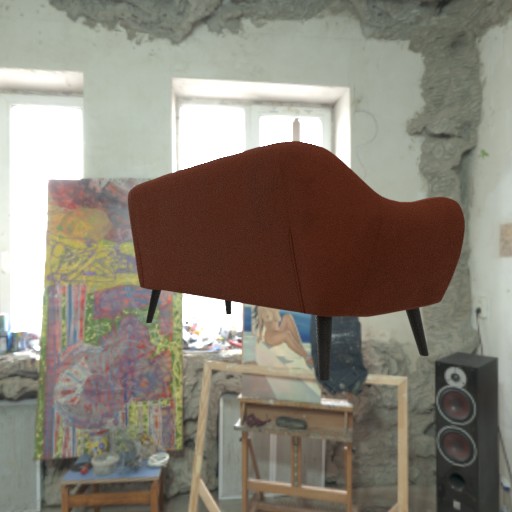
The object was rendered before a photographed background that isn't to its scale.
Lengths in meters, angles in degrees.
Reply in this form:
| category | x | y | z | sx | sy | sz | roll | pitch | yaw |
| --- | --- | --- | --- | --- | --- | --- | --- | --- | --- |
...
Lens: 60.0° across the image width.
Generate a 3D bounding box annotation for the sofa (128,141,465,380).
| category | x | y | z | sx | sy | sz | roll | pitch | yaw |
| --- | --- | --- | --- | --- | --- | --- | --- | --- | --- |
| sofa | 0.000 | 0.000 | 2.296 | 0.820 | 0.836 | 1.840 | -1 | 1 | -37 |
